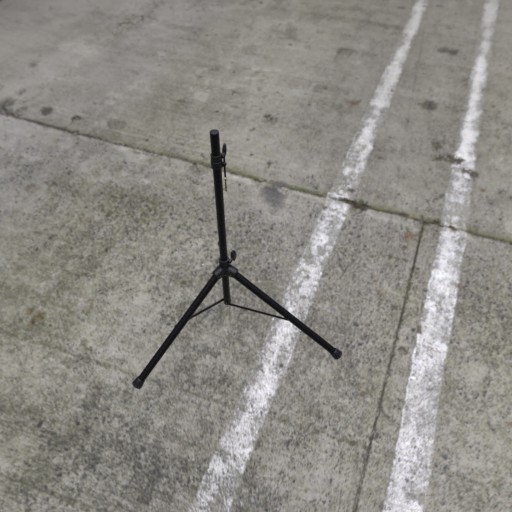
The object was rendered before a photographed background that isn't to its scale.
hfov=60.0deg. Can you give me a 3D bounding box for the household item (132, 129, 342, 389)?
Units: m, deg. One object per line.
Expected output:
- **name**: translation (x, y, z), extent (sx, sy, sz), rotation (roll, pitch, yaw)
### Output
- **household item**: translation (0.000, 0.000, 1.910), extent (0.907, 1.136, 1.045), rotation (16, 48, 15)
